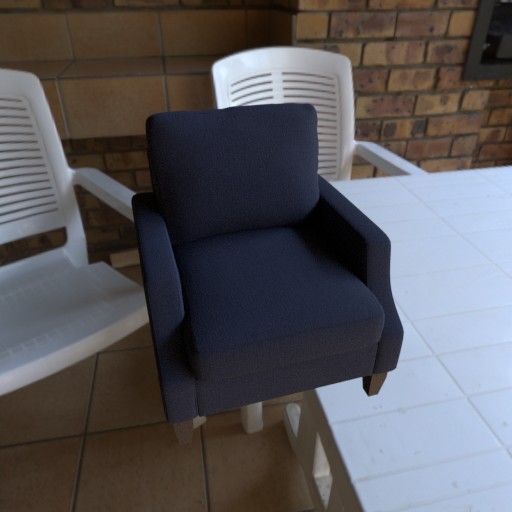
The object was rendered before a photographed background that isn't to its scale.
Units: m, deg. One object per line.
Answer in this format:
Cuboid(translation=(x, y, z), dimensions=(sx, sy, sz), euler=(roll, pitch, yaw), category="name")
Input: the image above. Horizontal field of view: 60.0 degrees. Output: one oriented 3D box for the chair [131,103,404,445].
Cuboid(translation=(0.000, 0.000, 1.698), dimensions=(0.855, 0.991, 0.897), euler=(-9, 34, -14), category="chair")
